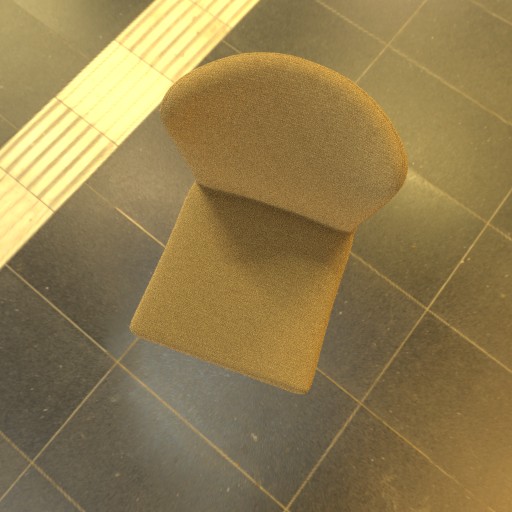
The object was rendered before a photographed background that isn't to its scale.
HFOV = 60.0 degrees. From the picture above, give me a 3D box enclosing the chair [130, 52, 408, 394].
[{"bbox_3d":[0.000,0.000,1.161,0.491,0.839,0.589,19,77,5],"label":"chair"}]
